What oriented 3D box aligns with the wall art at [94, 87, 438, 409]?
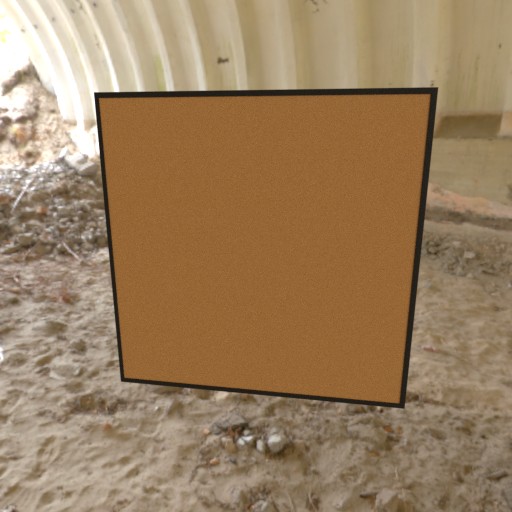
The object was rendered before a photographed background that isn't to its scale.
[{"bbox_3d":[0.000,0.000,0.943,0.664,0.663,0.015,3,16,9],"label":"wall art"}]
